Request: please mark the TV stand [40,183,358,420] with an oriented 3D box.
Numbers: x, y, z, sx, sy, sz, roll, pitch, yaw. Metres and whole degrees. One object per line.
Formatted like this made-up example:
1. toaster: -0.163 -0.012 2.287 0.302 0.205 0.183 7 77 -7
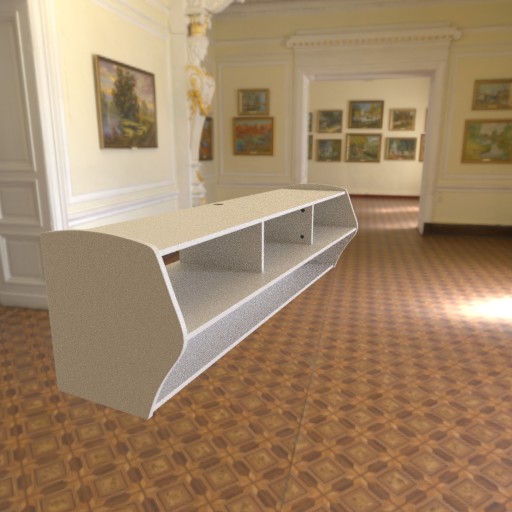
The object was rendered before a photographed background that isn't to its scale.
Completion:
1. TV stand: 0.000 0.000 1.633 0.397 0.424 1.473 7 15 25
